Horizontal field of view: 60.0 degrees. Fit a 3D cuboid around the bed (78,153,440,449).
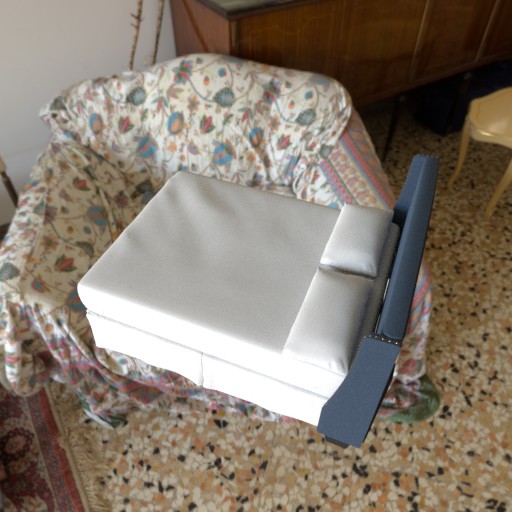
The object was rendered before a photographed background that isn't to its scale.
[{"bbox_3d":[0.000,0.000,3.357,2.237,1.407,1.710,16,48,15],"label":"bed"}]
